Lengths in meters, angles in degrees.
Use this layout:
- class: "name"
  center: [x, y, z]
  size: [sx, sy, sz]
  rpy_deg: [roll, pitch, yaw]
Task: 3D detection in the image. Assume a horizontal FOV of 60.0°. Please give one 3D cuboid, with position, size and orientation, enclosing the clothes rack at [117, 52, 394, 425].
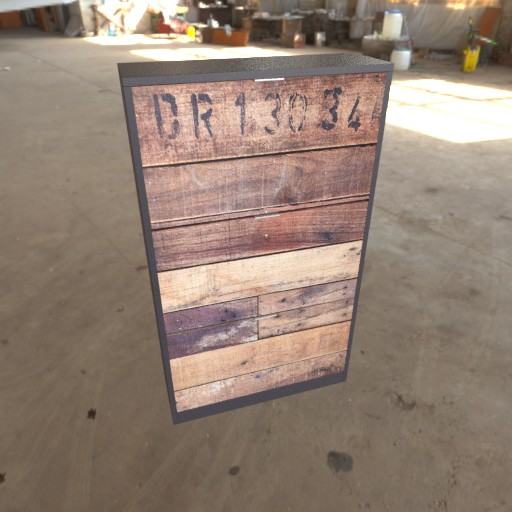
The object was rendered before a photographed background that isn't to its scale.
- class: "clothes rack"
  center: [0.000, 0.000, 1.590]
  size: [0.750, 1.280, 0.250]
  rpy_deg: [-9, 33, -15]
